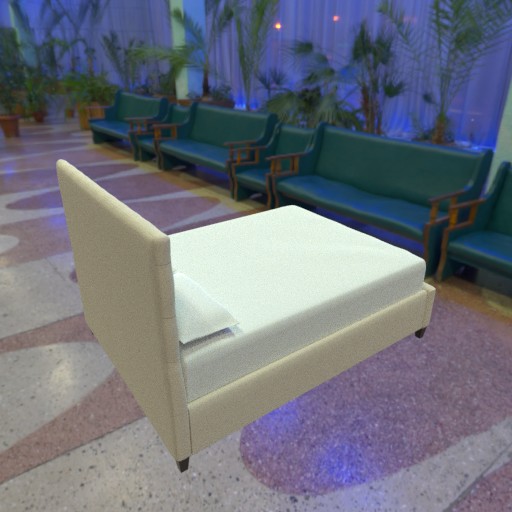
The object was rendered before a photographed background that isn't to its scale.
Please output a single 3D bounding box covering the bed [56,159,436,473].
[{"bbox_3d":[0.000,0.000,3.316,2.233,1.426,1.696,-17,31,-32],"label":"bed"}]
